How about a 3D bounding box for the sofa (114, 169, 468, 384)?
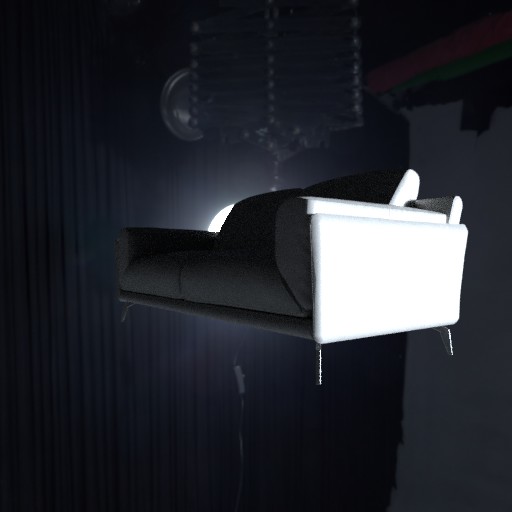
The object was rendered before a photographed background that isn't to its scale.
[{"bbox_3d":[0.000,0.000,2.656,1.049,0.930,2.101,1,-1,-36],"label":"sofa"}]
